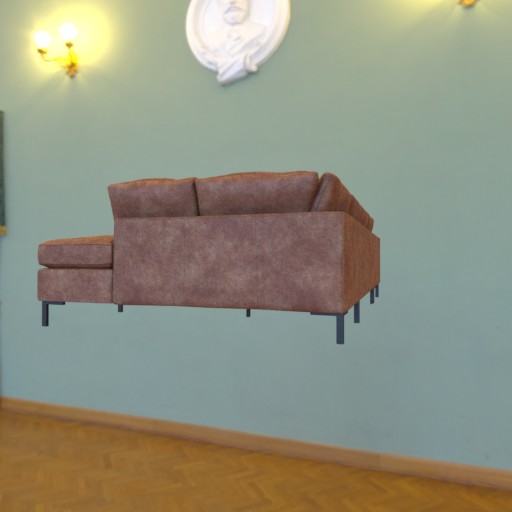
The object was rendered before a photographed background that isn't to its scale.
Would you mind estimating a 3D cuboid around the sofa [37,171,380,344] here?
[{"bbox_3d":[0.000,0.000,3.868,1.939,0.900,2.956,0,0,19],"label":"sofa"}]
